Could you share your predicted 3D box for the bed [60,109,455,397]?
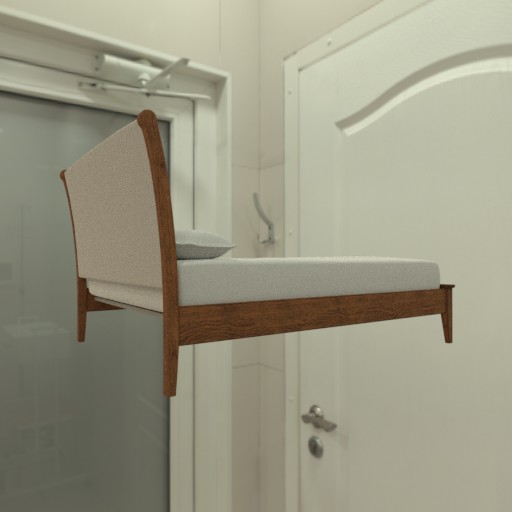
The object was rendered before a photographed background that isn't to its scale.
[{"bbox_3d":[0.000,0.000,2.893,2.108,1.135,1.502,0,0,-35],"label":"bed"}]
